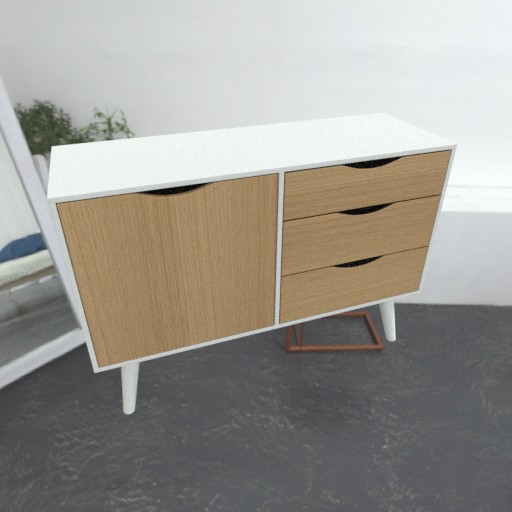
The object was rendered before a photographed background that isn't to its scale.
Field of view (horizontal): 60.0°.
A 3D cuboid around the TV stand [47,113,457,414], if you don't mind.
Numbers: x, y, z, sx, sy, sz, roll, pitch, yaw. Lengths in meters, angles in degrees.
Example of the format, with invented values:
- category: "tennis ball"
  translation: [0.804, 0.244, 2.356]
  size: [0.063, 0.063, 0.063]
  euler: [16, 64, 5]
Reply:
- category: "TV stand"
  translation: [0.000, 0.000, 1.591]
  size: [1.193, 0.812, 0.406]
  euler: [-11, 34, -17]
